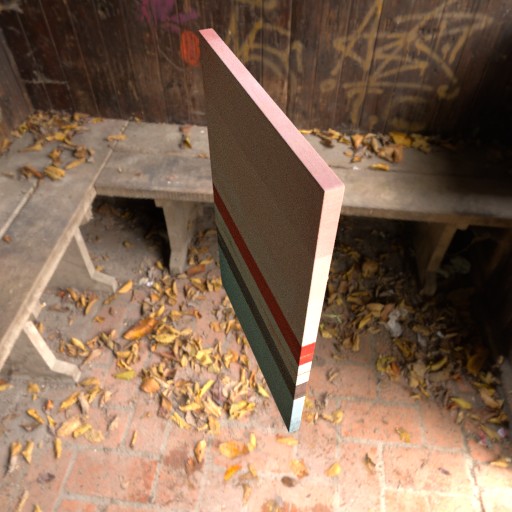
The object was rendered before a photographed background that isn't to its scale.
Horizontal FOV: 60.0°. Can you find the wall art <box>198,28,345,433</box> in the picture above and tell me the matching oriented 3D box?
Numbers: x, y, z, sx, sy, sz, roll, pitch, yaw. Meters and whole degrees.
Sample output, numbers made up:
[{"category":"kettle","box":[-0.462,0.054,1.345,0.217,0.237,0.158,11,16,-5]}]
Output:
[{"category":"wall art","box":[0.000,0.000,1.158,0.038,0.914,0.610,-17,50,-14]}]
